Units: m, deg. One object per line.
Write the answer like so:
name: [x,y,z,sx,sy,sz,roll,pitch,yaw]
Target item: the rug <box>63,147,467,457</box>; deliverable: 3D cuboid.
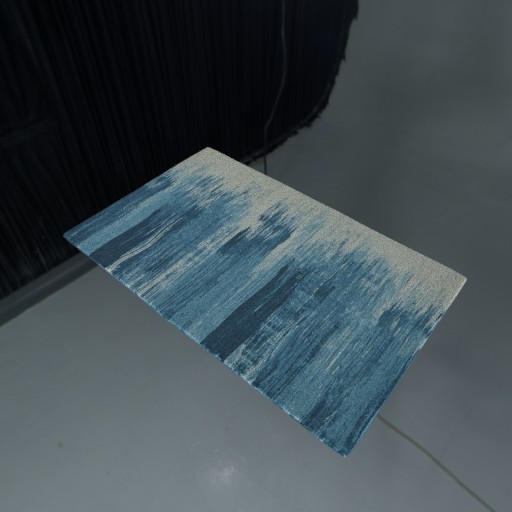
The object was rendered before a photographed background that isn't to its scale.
rug: [0.000,0.000,3.110,2.450,0.027,1.540,32,54,26]
